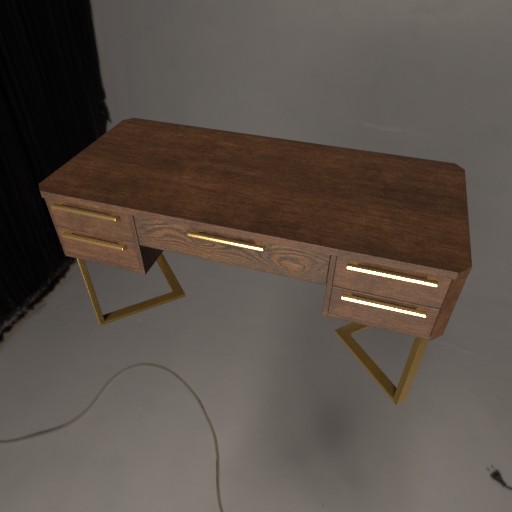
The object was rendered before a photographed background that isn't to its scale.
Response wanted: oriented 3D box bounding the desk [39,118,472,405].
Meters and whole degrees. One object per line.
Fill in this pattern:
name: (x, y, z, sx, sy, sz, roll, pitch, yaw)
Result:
desk: (0.000, 0.000, 1.890, 1.479, 0.762, 0.684, 12, 42, 13)
